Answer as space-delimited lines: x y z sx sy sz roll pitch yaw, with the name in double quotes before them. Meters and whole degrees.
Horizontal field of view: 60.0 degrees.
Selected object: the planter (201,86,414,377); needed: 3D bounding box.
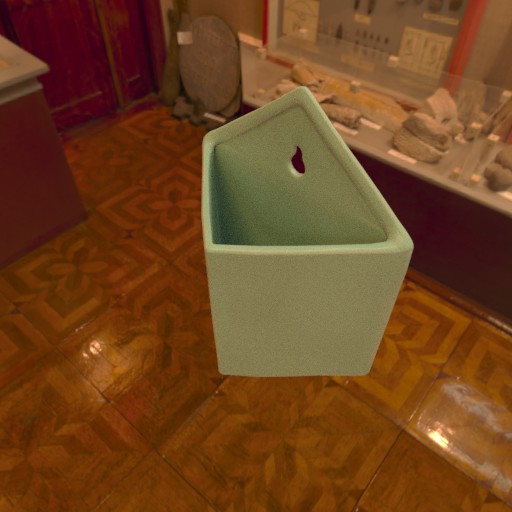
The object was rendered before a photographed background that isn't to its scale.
"planter" 0.000 0.000 0.282 0.164 0.197 0.079 34 55 28
